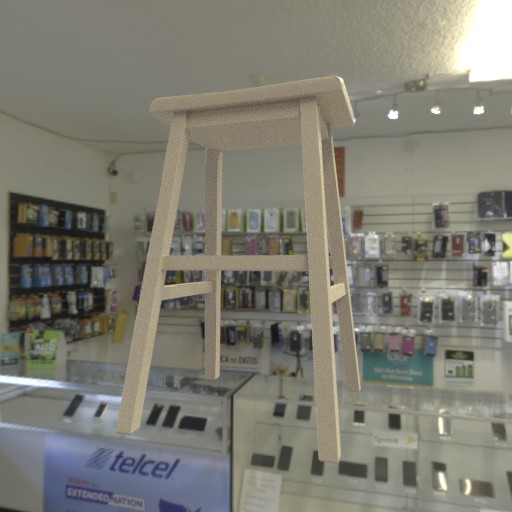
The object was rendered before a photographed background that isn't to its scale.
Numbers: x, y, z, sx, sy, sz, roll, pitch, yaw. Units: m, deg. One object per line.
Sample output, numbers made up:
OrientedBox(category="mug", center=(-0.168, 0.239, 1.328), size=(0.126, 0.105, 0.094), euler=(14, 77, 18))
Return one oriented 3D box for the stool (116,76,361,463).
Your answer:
OrientedBox(category="stool", center=(0.000, 0.000, 1.079), size=(0.457, 0.737, 0.476), euler=(0, -1, 18))
